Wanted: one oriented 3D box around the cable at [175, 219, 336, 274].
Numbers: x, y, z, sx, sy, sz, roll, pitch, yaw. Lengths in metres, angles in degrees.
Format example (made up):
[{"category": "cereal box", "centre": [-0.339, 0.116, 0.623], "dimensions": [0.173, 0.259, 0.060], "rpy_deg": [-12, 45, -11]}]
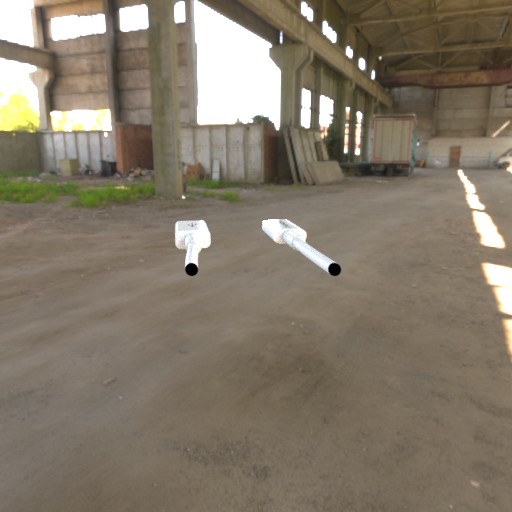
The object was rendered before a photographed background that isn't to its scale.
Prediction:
[{"category": "cable", "centre": [0.000, 0.000, 0.112], "dimensions": [0.040, 0.006, 0.098], "rpy_deg": [-2, 14, -10]}]
